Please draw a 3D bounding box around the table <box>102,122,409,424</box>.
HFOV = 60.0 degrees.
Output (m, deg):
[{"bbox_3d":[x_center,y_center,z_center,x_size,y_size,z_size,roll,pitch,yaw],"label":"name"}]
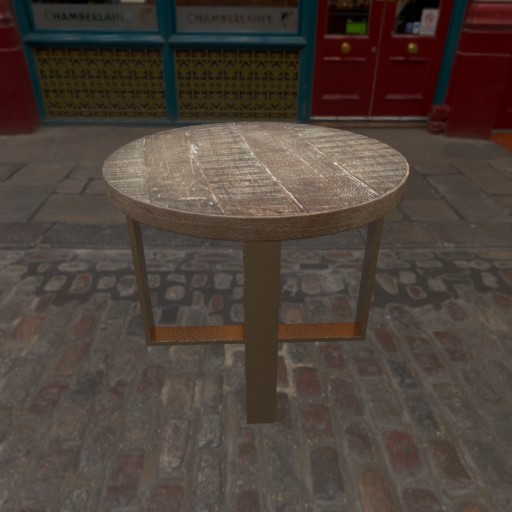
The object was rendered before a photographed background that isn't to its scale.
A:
[{"bbox_3d":[0.000,0.000,0.948,0.557,0.437,0.557,0,30,0],"label":"table"}]
